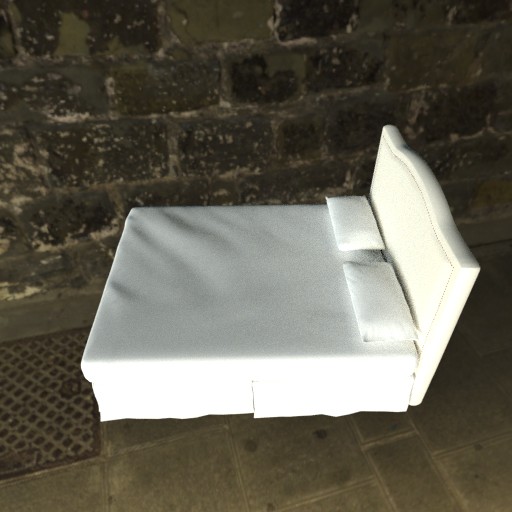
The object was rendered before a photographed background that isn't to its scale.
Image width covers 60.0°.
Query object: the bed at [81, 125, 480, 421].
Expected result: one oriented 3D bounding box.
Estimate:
[{"bbox_3d":[0.000,0.000,3.305,2.282,1.436,1.821,-1,41,-1],"label":"bed"}]
